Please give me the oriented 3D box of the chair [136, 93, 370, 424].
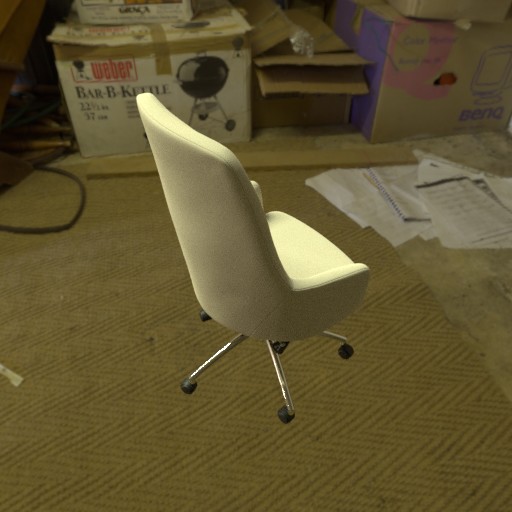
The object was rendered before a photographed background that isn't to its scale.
[{"bbox_3d":[0.000,0.000,1.426,0.640,1.049,0.620,-24,46,-26],"label":"chair"}]
